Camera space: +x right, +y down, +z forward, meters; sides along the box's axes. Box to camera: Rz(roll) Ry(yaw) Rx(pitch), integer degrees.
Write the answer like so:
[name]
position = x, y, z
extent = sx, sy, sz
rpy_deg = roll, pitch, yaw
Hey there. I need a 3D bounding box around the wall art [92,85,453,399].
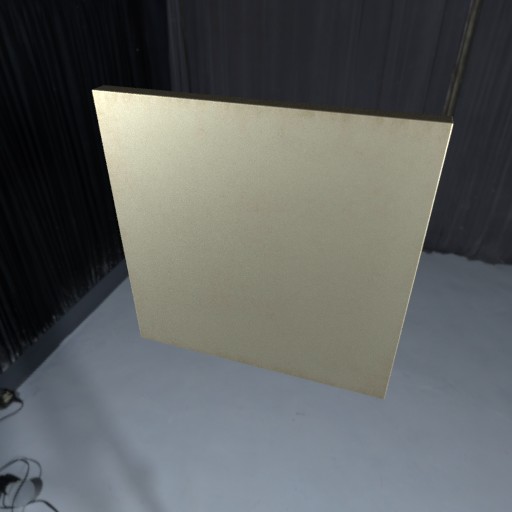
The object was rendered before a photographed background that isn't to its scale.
[wall art]
position = 0.000, 0.000, 0.744
extent = 0.503, 0.506, 0.030
rpy_deg = 11, 35, 15
